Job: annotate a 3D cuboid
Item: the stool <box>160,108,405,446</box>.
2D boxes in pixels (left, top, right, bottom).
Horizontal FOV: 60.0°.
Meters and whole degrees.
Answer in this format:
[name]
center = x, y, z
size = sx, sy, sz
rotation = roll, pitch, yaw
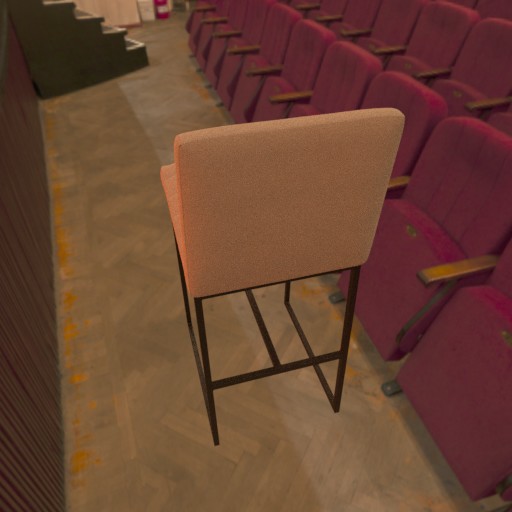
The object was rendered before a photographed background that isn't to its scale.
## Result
[stool]
center = 0.000, 0.000, 1.333
size = 0.464, 1.061, 0.573
rotation = -11, 41, -12
